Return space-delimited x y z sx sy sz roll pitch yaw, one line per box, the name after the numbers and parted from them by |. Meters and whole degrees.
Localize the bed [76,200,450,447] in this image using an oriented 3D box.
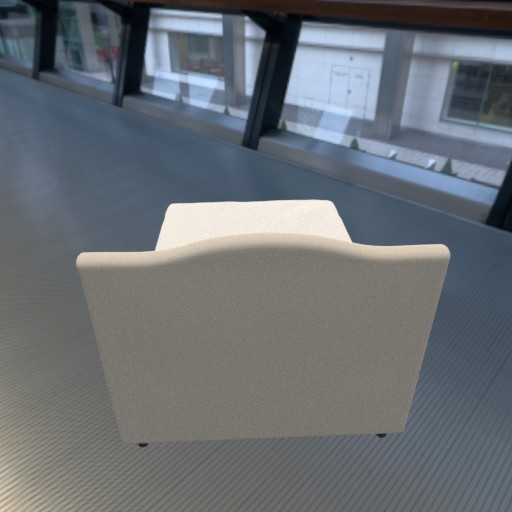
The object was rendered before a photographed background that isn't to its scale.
0.000 0.000 3.271 1.753 1.460 2.143 -1 31 -2 | bed
